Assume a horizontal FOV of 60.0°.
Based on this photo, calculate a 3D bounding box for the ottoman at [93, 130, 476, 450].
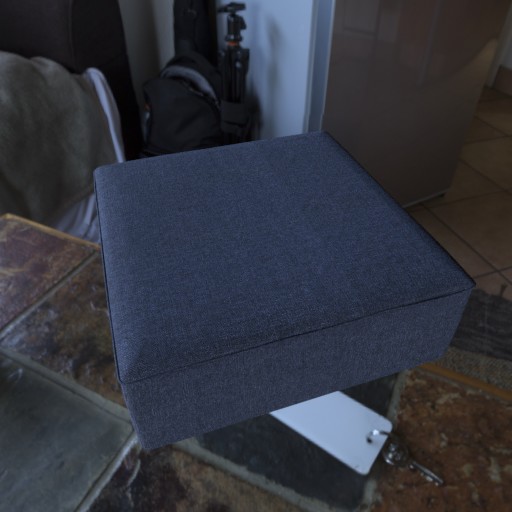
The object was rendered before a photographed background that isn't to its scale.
[{"bbox_3d":[0.000,0.000,1.592,1.017,0.423,1.023,-12,44,-13],"label":"ottoman"}]
